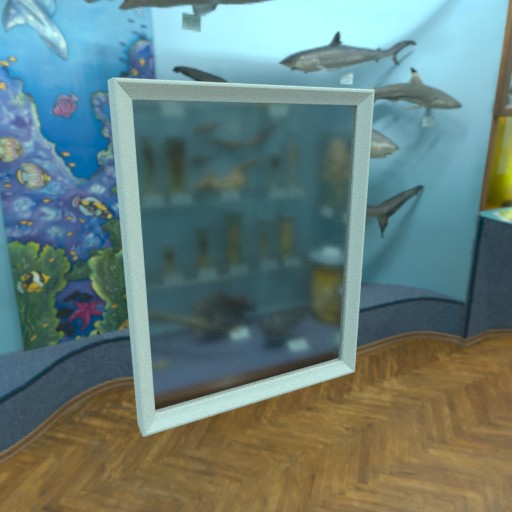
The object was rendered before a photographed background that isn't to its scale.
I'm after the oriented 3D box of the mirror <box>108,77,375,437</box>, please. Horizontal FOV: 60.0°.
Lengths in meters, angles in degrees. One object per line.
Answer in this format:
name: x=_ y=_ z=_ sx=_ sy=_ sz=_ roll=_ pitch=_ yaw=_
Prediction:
mirror: x=0.000 y=0.000 z=0.706 sx=0.406 sy=0.509 sz=0.041 roll=-8 pitch=18 yaw=-26
